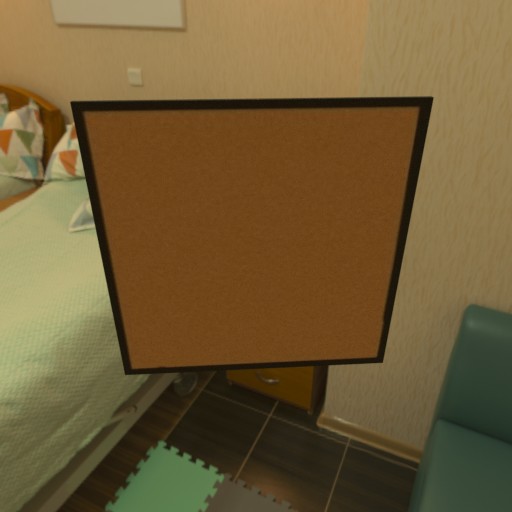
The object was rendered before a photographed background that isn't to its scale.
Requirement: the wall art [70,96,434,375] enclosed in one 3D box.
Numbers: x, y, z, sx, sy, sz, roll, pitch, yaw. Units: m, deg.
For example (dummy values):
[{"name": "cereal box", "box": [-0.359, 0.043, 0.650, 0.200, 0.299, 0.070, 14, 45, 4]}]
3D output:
[{"name": "wall art", "box": [0.000, 0.000, 1.213, 0.823, 0.823, 0.013, -2, 30, -3]}]
